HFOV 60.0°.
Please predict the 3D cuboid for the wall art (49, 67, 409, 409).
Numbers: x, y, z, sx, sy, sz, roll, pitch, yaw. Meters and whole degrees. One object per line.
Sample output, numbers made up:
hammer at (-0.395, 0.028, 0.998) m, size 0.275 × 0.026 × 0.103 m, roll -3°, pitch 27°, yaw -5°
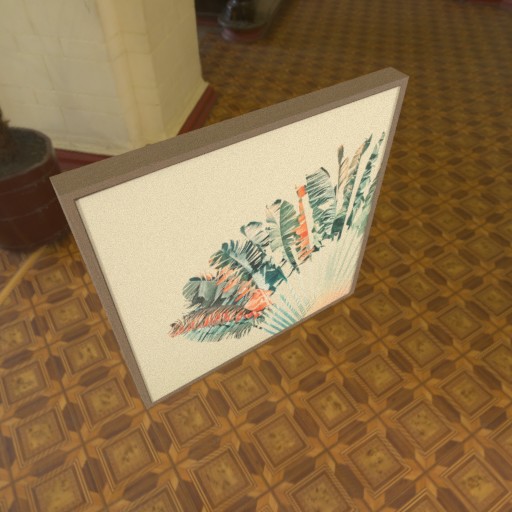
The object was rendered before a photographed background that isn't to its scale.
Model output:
wall art at (0.000, 0.000, 0.748) m, size 0.508 × 0.506 × 0.038 m, roll -25°, pitch 52°, yaw -22°
